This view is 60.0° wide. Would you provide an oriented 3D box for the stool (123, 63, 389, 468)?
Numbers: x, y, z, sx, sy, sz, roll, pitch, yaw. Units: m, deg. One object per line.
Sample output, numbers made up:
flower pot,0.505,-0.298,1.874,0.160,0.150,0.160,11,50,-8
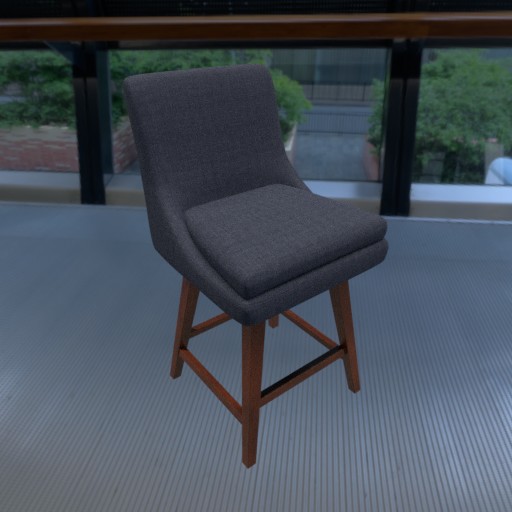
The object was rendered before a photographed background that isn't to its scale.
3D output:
stool,0.000,0.000,1.195,0.467,0.895,0.524,-21,36,-32
